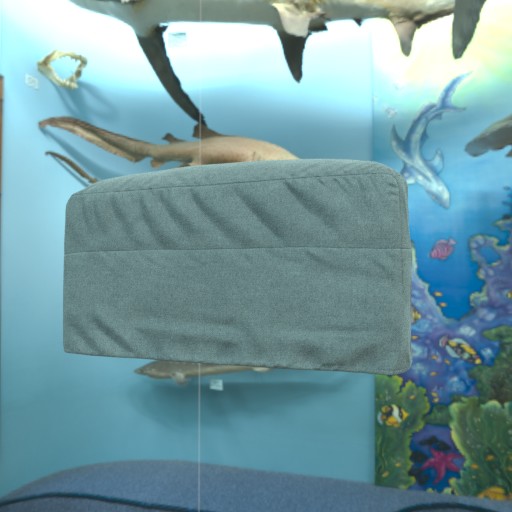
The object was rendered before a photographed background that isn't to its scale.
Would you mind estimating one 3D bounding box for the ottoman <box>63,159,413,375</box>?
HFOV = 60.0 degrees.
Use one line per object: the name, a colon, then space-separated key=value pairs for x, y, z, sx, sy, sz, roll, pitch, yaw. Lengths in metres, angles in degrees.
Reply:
ottoman: x=0.000 y=0.000 z=1.270 sx=0.837 sy=0.481 sz=0.683 roll=0 pitch=-2 yaw=18
